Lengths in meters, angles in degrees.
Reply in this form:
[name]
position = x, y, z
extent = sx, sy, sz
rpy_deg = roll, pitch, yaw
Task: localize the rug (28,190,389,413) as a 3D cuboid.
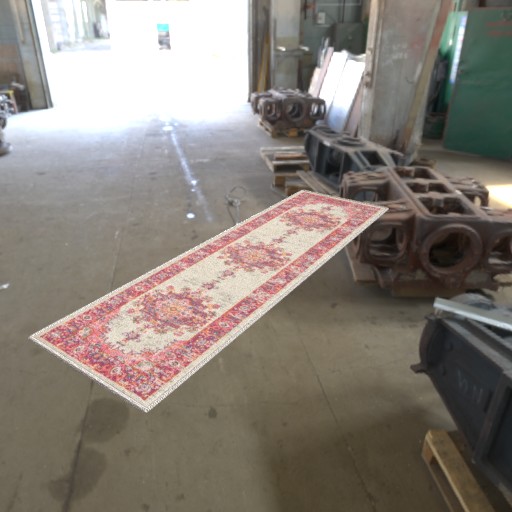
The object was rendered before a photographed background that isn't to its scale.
[rug]
position = 0.000, 0.000, 1.976
extent = 0.562, 0.009, 1.824
rpy_deg = 18, 32, 31
